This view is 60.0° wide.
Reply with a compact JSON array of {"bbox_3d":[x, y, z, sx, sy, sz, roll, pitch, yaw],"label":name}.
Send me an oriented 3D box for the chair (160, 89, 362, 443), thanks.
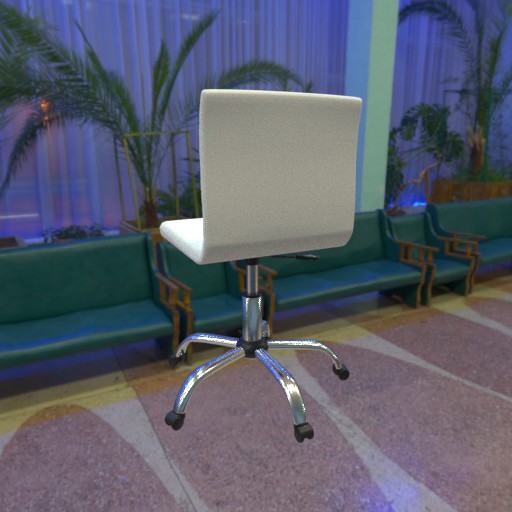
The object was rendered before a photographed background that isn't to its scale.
[{"bbox_3d":[0.000,0.000,1.157,0.556,0.780,0.530,-7,16,-26],"label":"chair"}]
